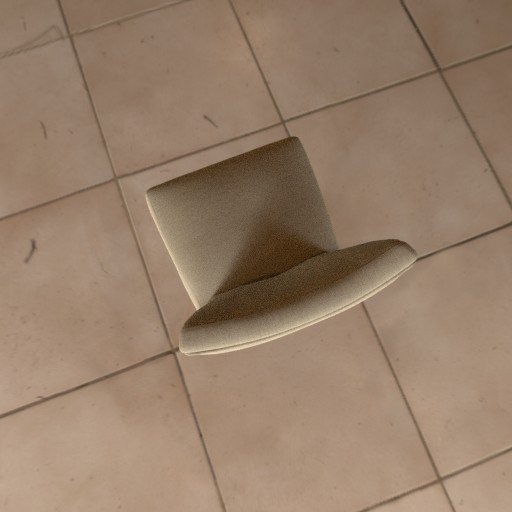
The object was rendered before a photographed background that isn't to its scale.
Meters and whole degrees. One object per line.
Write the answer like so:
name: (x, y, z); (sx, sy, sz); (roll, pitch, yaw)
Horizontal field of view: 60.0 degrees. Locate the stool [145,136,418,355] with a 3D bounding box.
stool: (0.000, 0.000, 1.430); (0.514, 1.086, 0.574); (-21, 77, -5)
